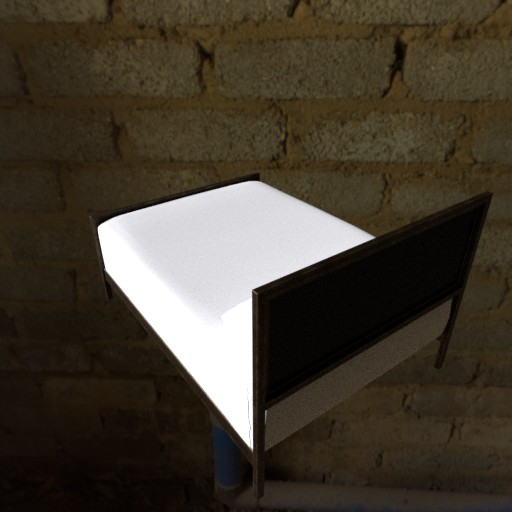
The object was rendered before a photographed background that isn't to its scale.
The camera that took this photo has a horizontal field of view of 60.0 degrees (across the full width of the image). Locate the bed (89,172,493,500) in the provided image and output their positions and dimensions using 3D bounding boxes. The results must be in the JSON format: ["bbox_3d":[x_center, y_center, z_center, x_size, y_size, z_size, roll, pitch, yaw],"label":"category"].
[{"bbox_3d":[0.000,0.000,3.132,1.607,1.313,2.221,-21,37,-30],"label":"bed"}]
